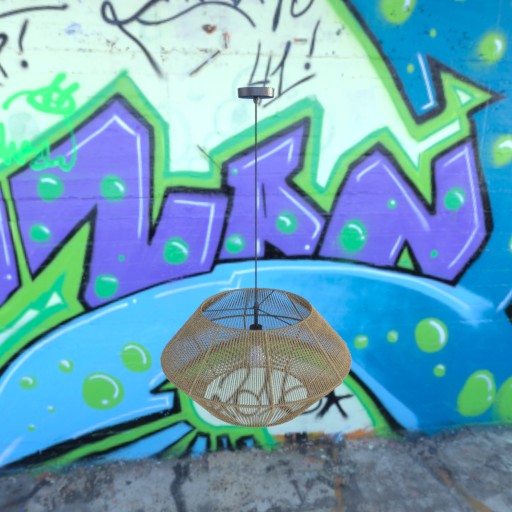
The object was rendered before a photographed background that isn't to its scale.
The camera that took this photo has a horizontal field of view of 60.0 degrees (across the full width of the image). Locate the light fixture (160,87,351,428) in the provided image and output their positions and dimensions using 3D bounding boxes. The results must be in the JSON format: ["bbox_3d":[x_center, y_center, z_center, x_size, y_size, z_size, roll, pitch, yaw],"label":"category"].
[{"bbox_3d":[0.000,0.000,1.422,0.643,1.009,0.643,0,16,0],"label":"light fixture"}]
